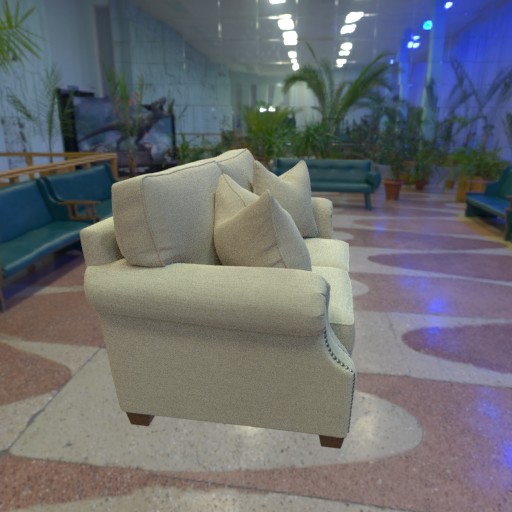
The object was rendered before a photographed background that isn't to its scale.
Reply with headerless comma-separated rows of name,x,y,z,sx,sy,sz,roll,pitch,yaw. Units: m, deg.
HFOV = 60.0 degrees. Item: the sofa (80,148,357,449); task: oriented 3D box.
sofa,0.000,0.000,2.235,0.966,0.966,1.701,3,17,10
